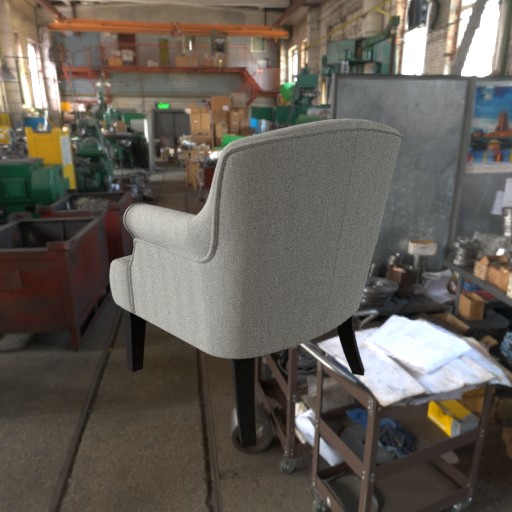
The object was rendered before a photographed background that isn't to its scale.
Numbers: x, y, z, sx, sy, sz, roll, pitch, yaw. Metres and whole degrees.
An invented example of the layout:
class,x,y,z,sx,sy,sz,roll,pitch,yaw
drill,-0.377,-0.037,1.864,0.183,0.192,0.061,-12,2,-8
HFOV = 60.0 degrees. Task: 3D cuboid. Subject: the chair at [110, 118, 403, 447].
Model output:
class,x,y,z,sx,sy,sz,roll,pitch,yaw
chair,0.000,0.000,1.492,0.772,0.880,0.755,-15,22,-41
